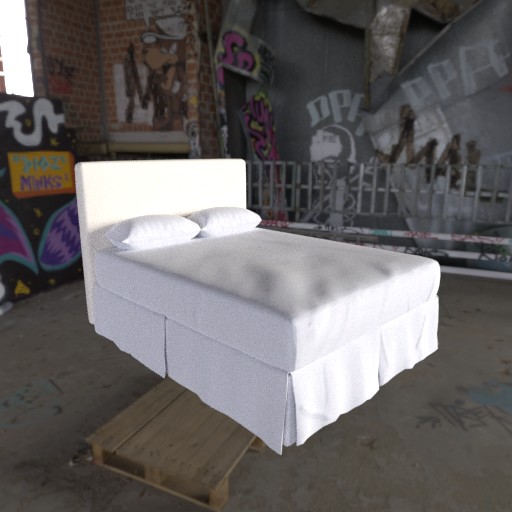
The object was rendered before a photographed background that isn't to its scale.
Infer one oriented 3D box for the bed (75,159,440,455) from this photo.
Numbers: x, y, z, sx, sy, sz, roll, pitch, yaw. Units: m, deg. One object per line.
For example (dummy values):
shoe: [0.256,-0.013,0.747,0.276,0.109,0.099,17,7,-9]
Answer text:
bed: [0.000,0.000,3.209,1.713,1.330,2.142,-13,19,-43]
